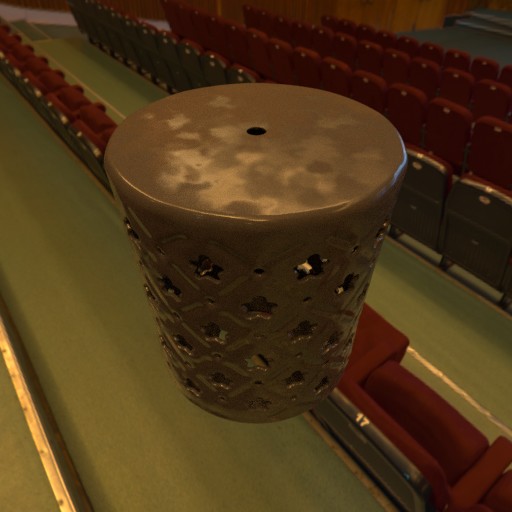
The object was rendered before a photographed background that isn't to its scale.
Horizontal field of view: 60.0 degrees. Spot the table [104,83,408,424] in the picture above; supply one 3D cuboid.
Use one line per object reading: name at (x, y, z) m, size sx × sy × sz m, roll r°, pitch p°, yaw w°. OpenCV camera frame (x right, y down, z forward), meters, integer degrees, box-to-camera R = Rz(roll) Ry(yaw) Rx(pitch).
table at (0.000, 0.000, 0.646) m, size 0.352 × 0.387 × 0.352 m, roll 0°, pitch 41°, yaw 0°
